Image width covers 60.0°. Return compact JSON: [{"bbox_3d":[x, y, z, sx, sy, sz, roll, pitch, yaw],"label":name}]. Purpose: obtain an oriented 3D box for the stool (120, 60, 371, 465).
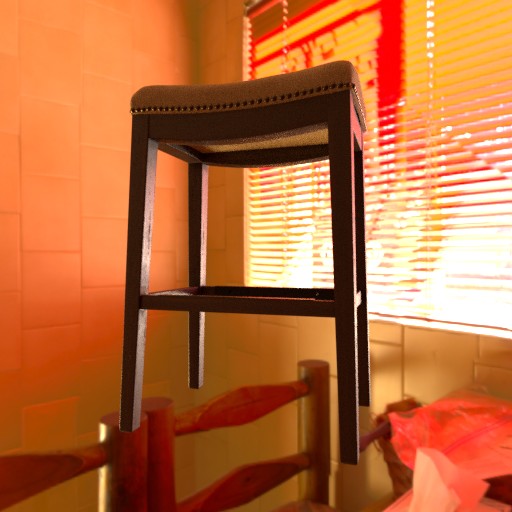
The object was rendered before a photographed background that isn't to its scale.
[{"bbox_3d":[0.000,0.000,1.059,0.509,0.768,0.363,0,0,18],"label":"stool"}]
